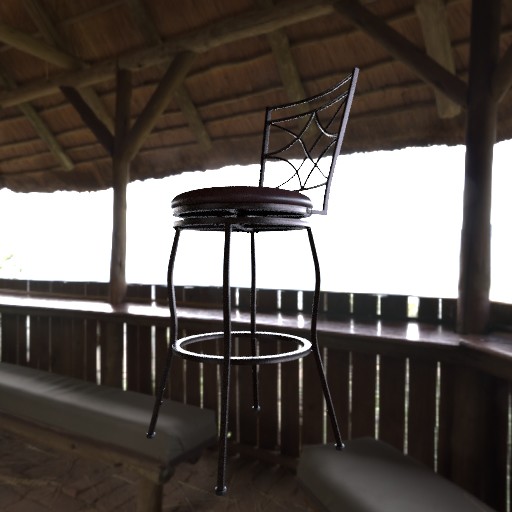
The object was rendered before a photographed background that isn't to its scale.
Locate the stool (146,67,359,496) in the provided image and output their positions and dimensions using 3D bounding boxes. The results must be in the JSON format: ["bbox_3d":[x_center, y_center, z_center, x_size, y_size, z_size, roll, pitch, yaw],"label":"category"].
[{"bbox_3d":[0.000,0.000,1.358,0.534,1.117,0.434,0,0,-37],"label":"stool"}]
